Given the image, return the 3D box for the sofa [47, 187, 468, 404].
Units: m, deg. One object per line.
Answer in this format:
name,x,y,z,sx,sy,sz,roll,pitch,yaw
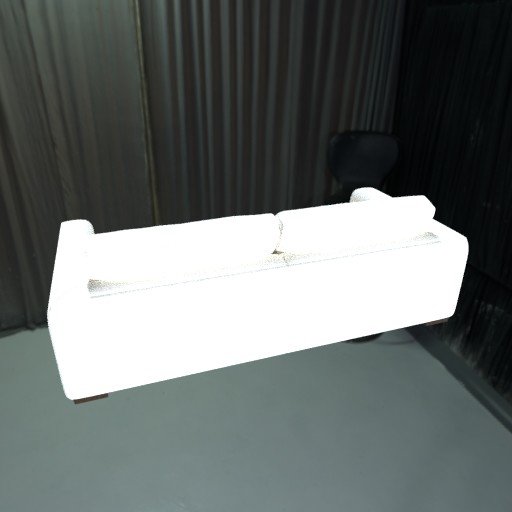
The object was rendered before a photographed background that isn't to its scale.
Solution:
sofa,0.000,0.000,2.714,2.262,0.801,1.070,-9,28,-17
